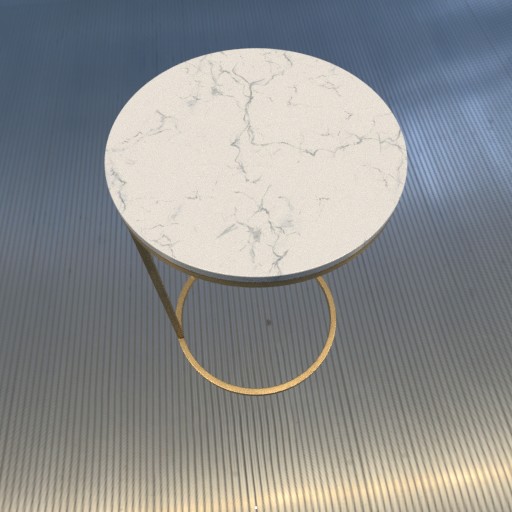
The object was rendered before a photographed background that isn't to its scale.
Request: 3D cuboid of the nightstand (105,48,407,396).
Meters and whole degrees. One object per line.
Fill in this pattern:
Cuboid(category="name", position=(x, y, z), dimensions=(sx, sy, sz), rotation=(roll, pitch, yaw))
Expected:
Cuboid(category="nightstand", position=(0.000, 0.000, 0.858), dimensions=(0.400, 0.610, 0.400), rotation=(34, 66, 18))
